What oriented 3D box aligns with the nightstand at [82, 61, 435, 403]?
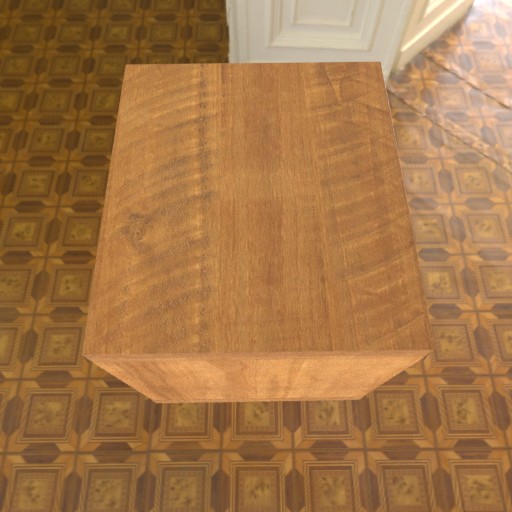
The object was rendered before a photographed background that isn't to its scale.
[{"bbox_3d":[0.000,0.000,0.865,0.436,0.491,0.493,-1,65,0],"label":"nightstand"}]
